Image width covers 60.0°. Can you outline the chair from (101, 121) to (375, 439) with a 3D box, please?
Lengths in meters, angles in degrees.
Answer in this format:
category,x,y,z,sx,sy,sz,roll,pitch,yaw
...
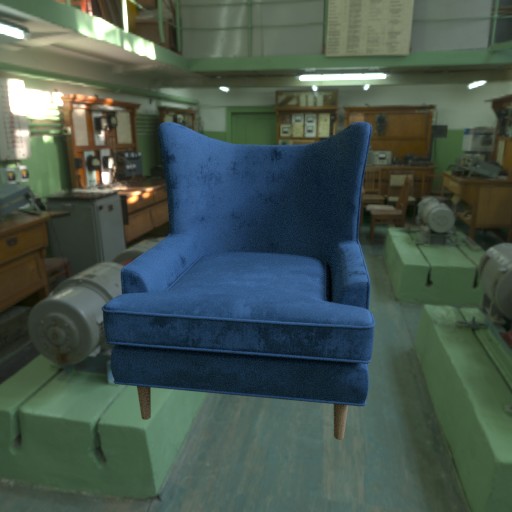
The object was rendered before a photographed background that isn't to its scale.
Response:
category,x,y,z,sx,sy,sz,roll,pitch,yaw
chair,0.000,0.000,1.634,0.793,0.952,0.910,2,16,8
